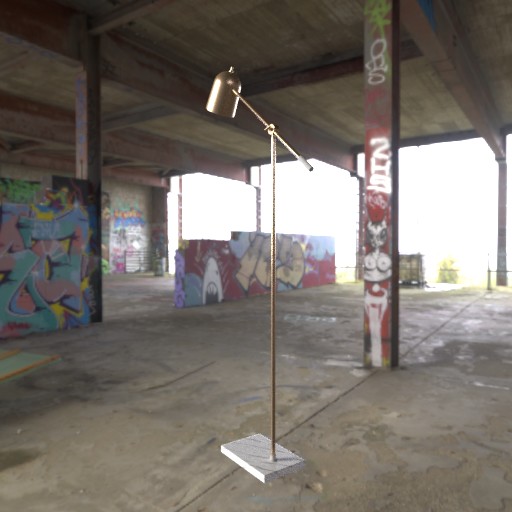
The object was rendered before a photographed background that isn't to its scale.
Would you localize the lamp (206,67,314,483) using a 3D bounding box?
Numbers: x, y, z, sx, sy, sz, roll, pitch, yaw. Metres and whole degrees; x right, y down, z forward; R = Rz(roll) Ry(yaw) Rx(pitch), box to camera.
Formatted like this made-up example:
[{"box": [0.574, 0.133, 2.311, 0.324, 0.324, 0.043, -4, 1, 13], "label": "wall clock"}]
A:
[{"box": [0.000, 0.000, 1.752, 0.194, 1.594, 0.653, -1, 2, -36], "label": "lamp"}]
